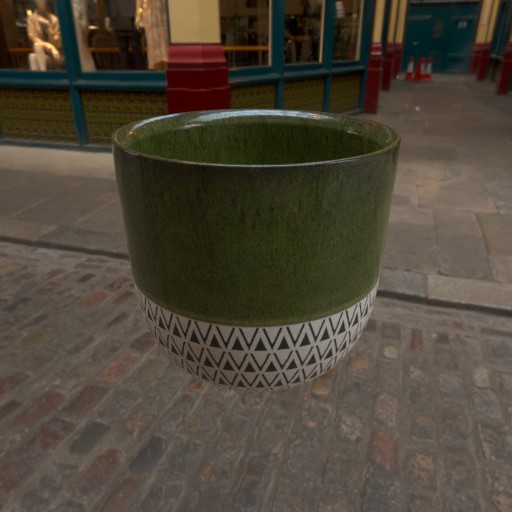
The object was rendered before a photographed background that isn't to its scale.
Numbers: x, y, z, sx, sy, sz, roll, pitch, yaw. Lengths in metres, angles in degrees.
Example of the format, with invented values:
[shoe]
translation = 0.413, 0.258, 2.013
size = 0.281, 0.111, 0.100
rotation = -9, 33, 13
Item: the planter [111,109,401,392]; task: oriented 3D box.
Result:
[planter]
translation = 0.000, 0.000, 0.482
size = 0.266, 0.270, 0.266
rotation = 0, 26, 0
